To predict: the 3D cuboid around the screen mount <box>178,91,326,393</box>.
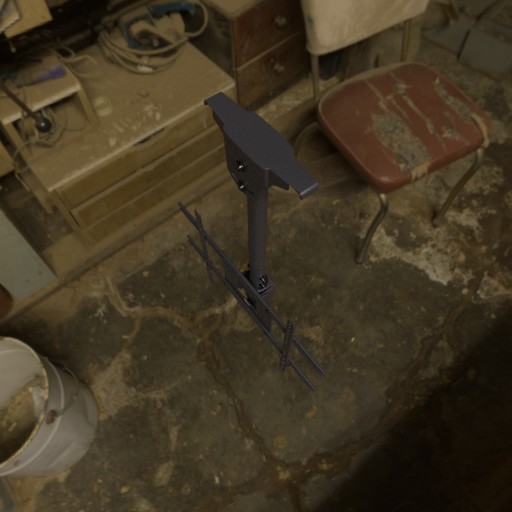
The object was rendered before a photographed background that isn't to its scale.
[{"bbox_3d":[0.000,0.000,1.049,0.090,0.775,0.595,-34,67,-17],"label":"screen mount"}]
